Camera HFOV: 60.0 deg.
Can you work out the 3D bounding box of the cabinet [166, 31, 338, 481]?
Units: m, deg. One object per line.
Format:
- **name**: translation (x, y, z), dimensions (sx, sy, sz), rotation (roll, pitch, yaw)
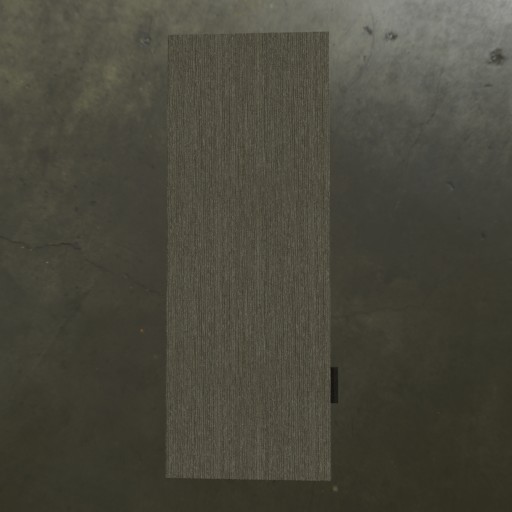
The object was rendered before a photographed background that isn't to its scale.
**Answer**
- **cabinet**: translation (0.000, 0.000, 1.589), dimensions (0.500, 0.599, 1.300), rotation (0, 88, 2)
